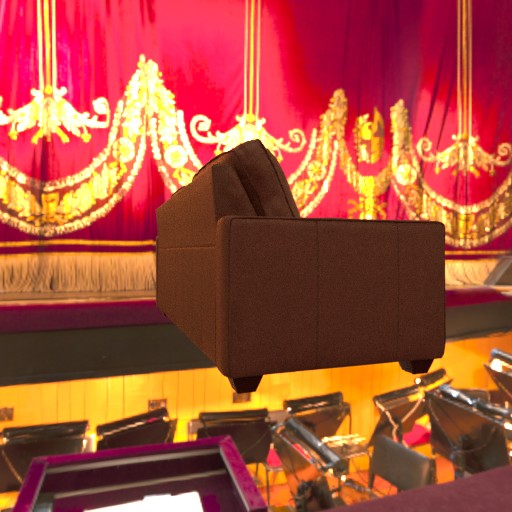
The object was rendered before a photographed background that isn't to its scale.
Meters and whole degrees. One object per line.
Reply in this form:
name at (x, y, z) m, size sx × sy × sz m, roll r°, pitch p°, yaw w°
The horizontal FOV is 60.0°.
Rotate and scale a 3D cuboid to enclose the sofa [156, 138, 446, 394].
sofa at (0.000, 0.000, 2.563) m, size 0.940 × 0.919 × 2.080 m, roll 0°, pitch 1°, yaw -19°
